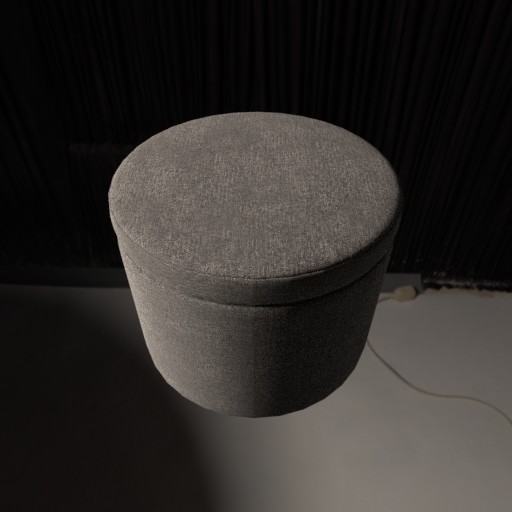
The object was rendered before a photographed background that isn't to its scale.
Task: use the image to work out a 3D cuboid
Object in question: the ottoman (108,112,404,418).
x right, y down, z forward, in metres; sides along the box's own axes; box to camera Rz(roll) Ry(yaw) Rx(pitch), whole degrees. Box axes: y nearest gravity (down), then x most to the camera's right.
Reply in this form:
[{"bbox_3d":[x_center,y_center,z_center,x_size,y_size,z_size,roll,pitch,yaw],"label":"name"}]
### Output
[{"bbox_3d":[0.000,0.000,0.892,0.500,0.419,0.500,0,43,0],"label":"ottoman"}]
